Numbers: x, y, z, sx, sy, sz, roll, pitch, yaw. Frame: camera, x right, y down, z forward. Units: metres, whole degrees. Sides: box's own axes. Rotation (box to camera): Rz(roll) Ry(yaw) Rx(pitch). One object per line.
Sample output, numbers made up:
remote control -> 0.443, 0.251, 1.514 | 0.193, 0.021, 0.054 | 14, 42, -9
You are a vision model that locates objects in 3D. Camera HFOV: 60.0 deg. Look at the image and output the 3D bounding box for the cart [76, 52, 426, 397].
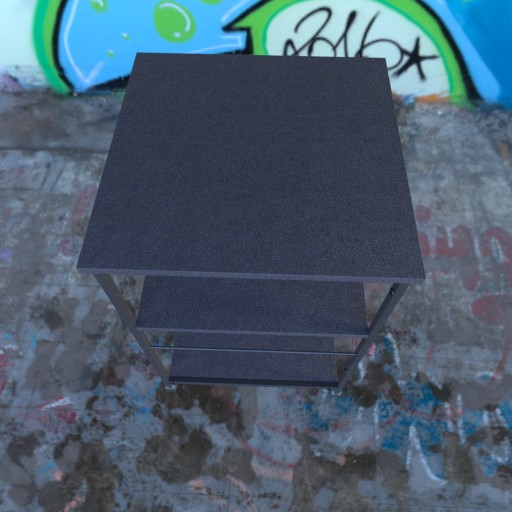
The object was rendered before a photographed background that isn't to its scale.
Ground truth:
cart -> 0.000, 0.000, 1.116 | 0.520, 0.762, 0.521 | 2, 59, 1
